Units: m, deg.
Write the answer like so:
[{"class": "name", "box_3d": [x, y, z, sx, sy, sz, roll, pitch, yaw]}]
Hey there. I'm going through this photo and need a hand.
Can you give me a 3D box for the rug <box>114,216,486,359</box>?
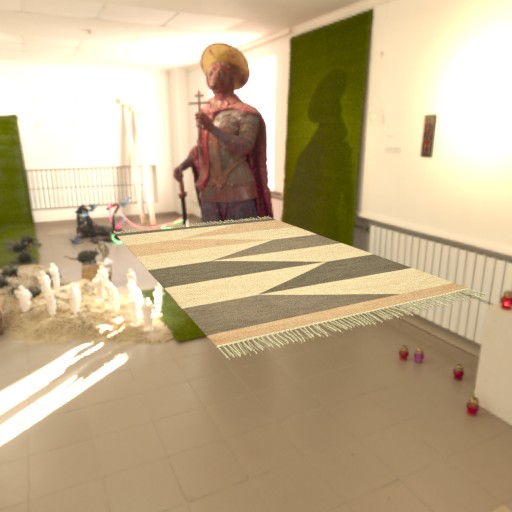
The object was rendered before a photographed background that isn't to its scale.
[{"class": "rug", "box_3d": [0.000, 0.000, 2.503, 1.224, 0.027, 2.021, -8, 18, -26]}]
